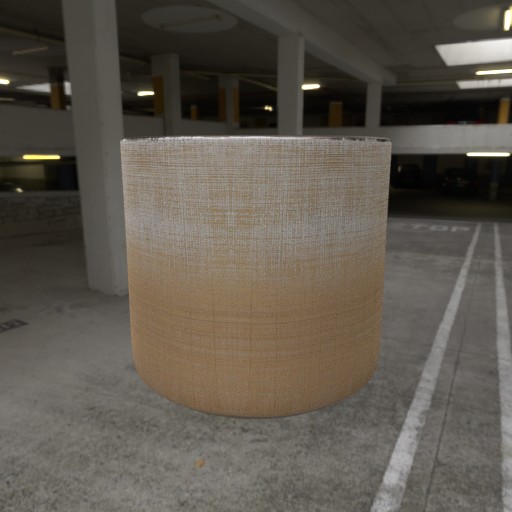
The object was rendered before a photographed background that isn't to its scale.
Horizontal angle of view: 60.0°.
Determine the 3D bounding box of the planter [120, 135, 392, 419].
[{"bbox_3d":[0.000,0.000,0.392,0.221,0.201,0.221,0,14,0],"label":"planter"}]
